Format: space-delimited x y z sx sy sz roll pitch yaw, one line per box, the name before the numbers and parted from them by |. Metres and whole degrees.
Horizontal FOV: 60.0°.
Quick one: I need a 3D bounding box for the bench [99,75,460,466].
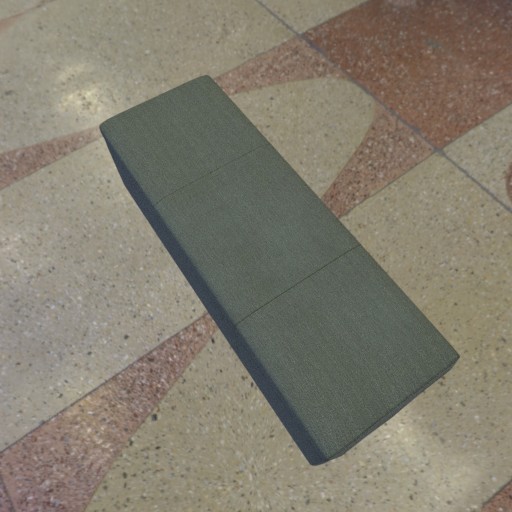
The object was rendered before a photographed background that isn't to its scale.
bench | 0.000 0.000 1.486 0.446 0.438 1.269 -31 67 -15
